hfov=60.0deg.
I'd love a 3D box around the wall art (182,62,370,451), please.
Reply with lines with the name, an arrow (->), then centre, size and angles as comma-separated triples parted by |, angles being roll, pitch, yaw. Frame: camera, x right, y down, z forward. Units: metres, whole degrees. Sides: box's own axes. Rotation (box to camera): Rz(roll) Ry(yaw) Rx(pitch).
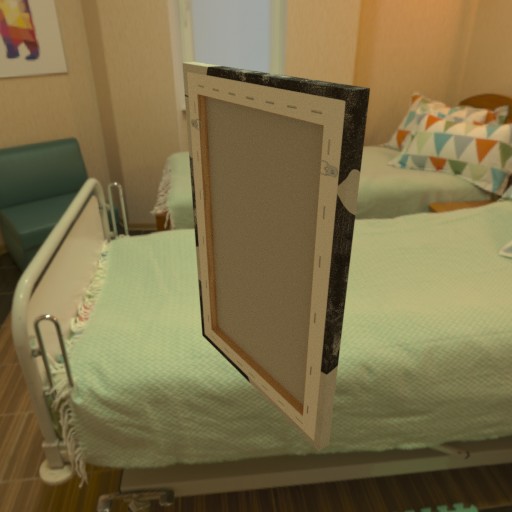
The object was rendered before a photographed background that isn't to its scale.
wall art -> 0.000, 0.000, 1.190 | 0.041, 0.915, 0.610 | -20, 34, -32
